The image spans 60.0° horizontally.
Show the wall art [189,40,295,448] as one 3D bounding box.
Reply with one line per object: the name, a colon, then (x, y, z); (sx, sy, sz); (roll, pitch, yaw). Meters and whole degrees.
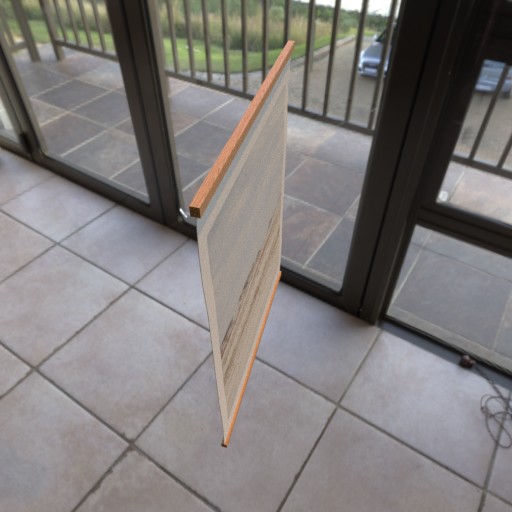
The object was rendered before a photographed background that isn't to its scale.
wall art: (0.000, 0.000, 0.694); (0.010, 0.507, 0.404); (11, 46, 11)
